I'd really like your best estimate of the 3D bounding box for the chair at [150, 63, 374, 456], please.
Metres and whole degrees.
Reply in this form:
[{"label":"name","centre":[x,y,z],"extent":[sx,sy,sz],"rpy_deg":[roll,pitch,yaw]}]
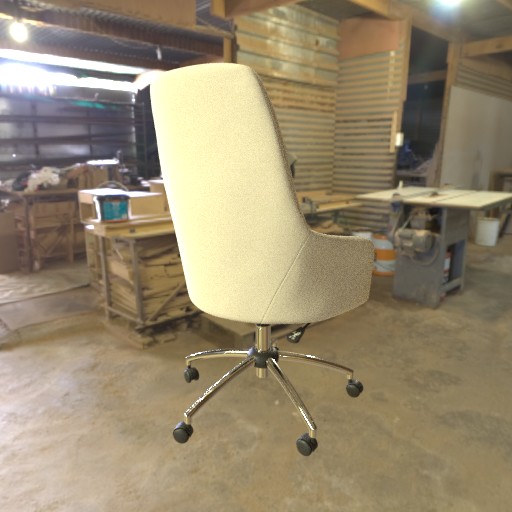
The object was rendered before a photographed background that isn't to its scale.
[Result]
[{"label":"chair","centre":[0.000,0.000,1.401],"extent":[0.640,1.049,0.620],"rpy_deg":[-13,19,-43]}]
